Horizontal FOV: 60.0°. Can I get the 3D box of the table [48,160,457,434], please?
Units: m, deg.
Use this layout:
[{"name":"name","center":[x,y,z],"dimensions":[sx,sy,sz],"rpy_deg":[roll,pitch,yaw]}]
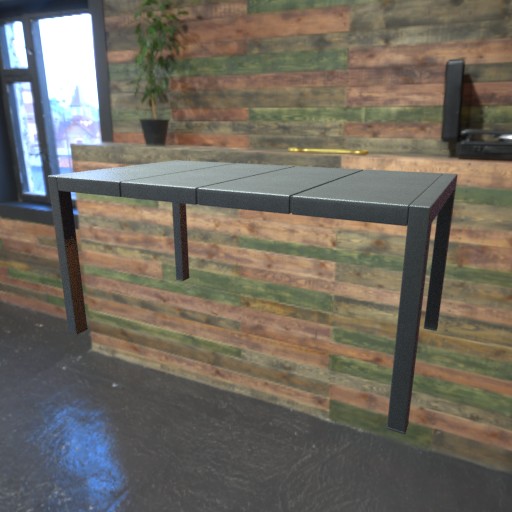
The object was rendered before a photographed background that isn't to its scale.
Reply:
[{"name":"table","center":[0.000,0.000,1.268],"dimensions":[0.965,0.460,0.559],"rpy_deg":[9,19,26]}]
